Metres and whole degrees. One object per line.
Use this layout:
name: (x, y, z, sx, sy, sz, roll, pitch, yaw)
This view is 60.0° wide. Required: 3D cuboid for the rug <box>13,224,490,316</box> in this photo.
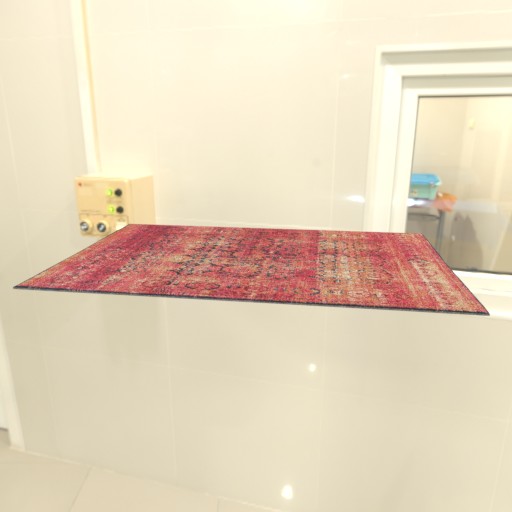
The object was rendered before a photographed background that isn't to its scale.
rug: (0.000, 0.000, 2.955, 2.449, 0.018, 1.539, 2, 17, 8)
